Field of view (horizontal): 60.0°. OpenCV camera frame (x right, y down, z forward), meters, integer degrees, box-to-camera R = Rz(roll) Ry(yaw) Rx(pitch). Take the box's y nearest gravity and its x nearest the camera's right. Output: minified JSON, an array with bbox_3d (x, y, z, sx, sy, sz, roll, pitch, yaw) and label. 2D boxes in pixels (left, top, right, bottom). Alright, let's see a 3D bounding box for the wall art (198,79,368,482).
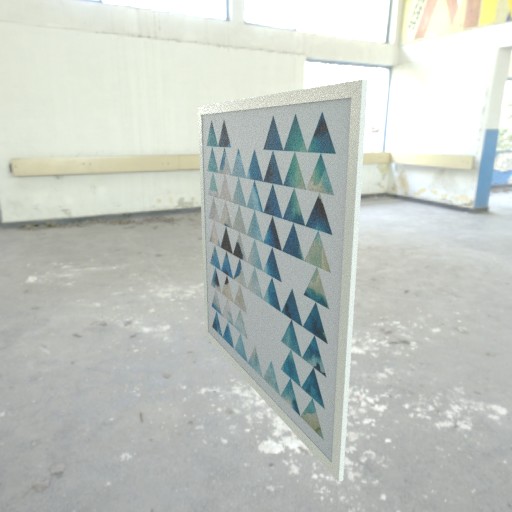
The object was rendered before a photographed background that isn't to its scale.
[{"bbox_3d":[0.000,0.000,1.197,0.012,0.809,0.809,-8,17,-26],"label":"wall art"}]
